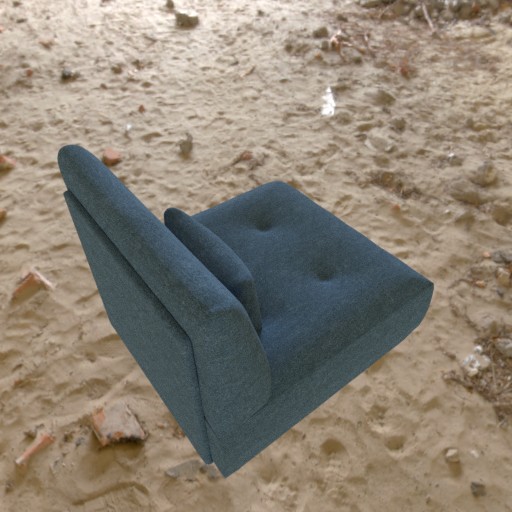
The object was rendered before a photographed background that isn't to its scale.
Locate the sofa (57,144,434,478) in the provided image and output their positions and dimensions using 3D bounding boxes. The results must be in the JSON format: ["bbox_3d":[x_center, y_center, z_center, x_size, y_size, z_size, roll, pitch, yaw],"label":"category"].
[{"bbox_3d":[0.000,0.000,1.631,1.000,0.820,0.930,-28,50,-27],"label":"sofa"}]
